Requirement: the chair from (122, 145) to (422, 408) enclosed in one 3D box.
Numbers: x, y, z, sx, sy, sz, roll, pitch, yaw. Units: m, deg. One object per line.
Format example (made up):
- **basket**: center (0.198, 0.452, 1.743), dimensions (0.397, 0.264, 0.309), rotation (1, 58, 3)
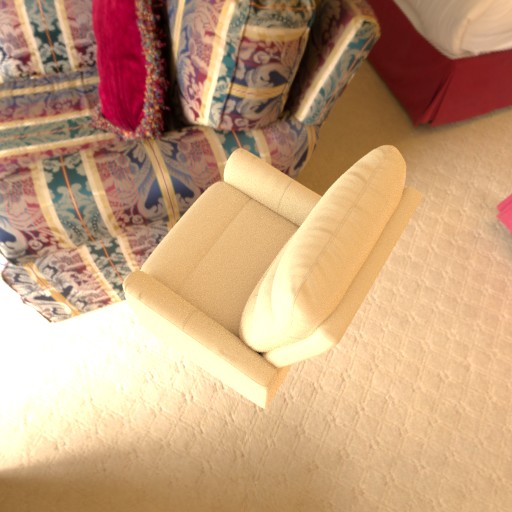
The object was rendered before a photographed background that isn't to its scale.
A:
- **chair**: center (0.000, 0.000, 1.656), dimensions (0.831, 1.082, 0.775), rotation (30, 67, 14)
